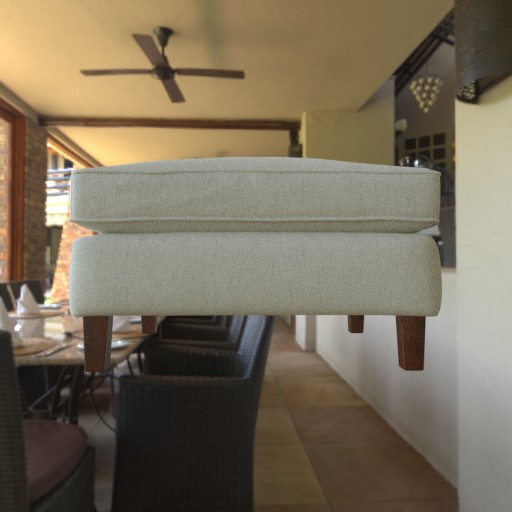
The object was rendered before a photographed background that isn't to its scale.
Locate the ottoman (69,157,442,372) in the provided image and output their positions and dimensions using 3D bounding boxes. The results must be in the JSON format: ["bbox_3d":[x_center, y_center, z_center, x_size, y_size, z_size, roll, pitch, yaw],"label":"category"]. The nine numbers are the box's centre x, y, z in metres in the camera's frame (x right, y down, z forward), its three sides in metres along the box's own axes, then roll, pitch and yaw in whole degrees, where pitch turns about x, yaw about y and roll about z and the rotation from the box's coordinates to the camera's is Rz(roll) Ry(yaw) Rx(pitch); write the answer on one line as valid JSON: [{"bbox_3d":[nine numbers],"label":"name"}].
[{"bbox_3d":[0.000,0.000,0.986,0.665,0.406,0.501,0,-1,-1],"label":"ottoman"}]
